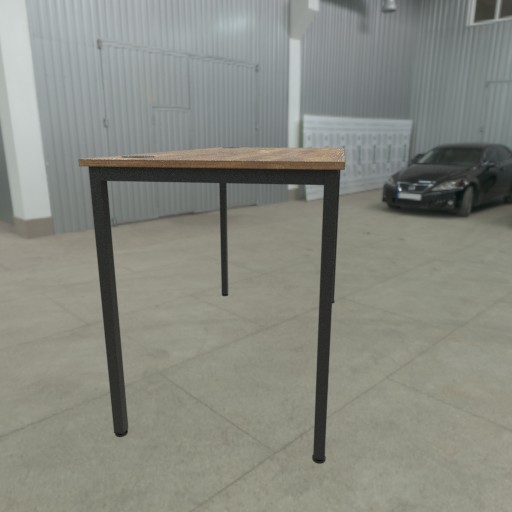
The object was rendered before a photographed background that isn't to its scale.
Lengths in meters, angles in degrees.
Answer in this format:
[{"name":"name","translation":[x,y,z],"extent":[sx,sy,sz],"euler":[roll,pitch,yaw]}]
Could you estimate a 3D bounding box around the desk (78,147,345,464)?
[{"name":"desk","translation":[0.000,0.000,1.624],"extent":[0.600,0.749,1.200],"euler":[3,15,10]}]
